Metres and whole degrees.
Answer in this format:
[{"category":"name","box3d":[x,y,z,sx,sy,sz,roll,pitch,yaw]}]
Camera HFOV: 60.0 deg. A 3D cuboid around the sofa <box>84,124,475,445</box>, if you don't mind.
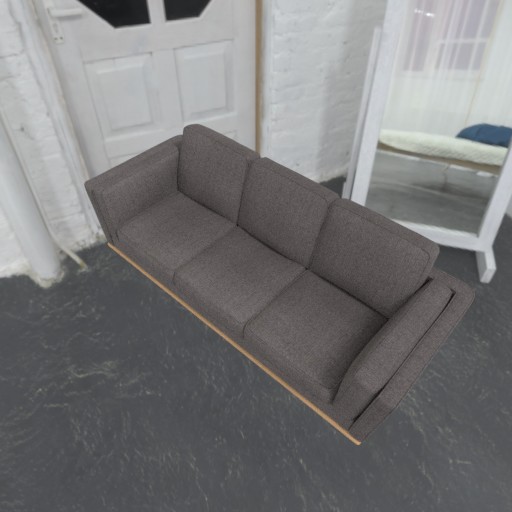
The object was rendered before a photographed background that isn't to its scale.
[{"category":"sofa","box3d":[0.000,0.000,2.793,2.362,0.899,0.903,33,54,28]}]
